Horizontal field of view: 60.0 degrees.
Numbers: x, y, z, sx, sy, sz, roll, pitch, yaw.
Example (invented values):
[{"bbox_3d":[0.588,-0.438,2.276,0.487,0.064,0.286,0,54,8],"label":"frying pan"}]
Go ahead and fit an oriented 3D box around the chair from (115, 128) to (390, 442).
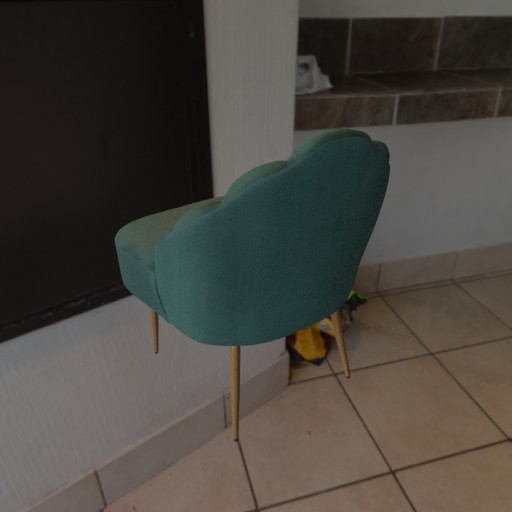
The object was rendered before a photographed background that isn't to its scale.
[{"bbox_3d":[0.000,0.000,1.256,0.657,0.819,0.599,-18,34,-29],"label":"chair"}]
